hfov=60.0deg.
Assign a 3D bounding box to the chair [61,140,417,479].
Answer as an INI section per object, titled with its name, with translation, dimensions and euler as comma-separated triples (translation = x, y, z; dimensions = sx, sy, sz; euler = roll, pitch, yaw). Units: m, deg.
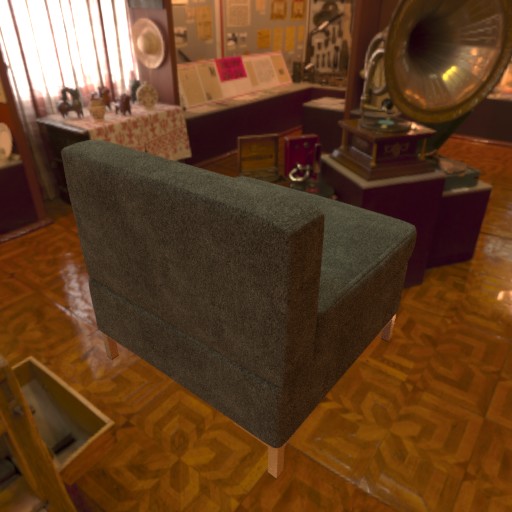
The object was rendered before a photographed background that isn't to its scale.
[chair]
translation = 0.000, 0.000, 1.238
dimensions = 0.680, 0.660, 0.680
euler = 22, 37, 33
